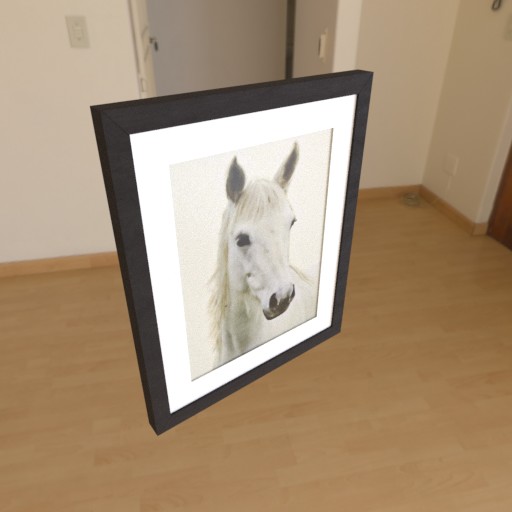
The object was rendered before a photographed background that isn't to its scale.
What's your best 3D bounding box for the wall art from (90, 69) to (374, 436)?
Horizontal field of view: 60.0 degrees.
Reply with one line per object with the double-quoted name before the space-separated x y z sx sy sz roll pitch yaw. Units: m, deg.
"wall art" 0.000 0.000 0.759 0.455 0.552 0.034 -21 37 -31
